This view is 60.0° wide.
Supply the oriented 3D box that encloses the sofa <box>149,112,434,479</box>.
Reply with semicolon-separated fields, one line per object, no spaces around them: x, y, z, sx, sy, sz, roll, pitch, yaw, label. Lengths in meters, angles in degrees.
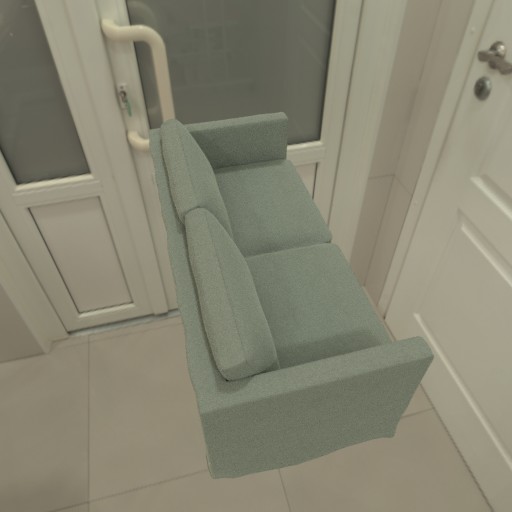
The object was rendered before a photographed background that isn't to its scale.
0.000;0.000;2.476;0.940;0.870;1.987;-11;47;-10;sofa
